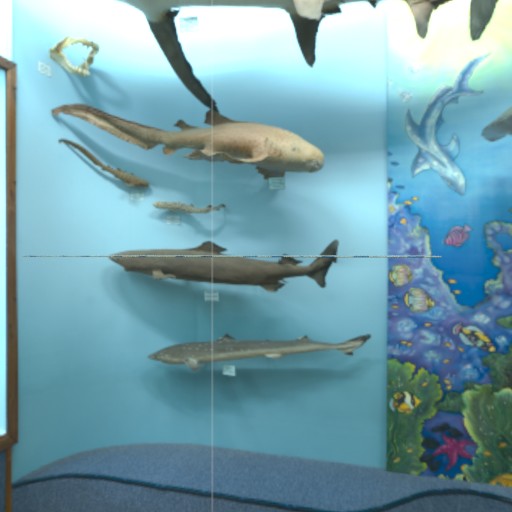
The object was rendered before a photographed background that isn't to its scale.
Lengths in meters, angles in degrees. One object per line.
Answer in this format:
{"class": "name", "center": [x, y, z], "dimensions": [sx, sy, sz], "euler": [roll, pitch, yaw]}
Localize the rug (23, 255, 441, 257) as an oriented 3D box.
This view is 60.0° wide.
{"class": "rug", "center": [0.000, 0.000, 4.138], "dimensions": [3.059, 0.008, 2.453], "euler": [0, 0, 19]}
